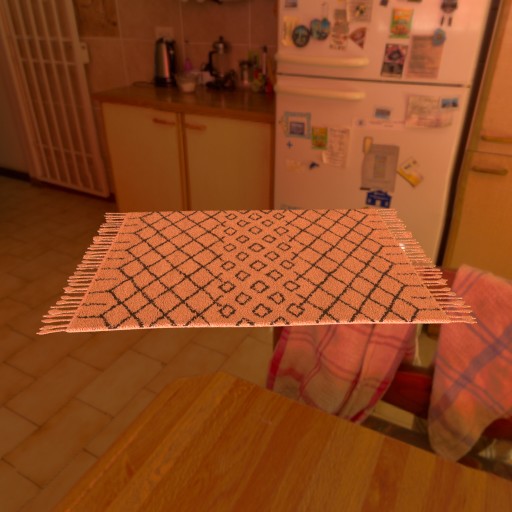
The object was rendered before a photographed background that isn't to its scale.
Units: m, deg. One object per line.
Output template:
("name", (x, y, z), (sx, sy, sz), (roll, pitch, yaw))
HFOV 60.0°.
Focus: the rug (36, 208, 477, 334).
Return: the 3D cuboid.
("rug", (0.000, 0.000, 3.270), (2.615, 0.029, 1.664), (-1, 30, -2))
